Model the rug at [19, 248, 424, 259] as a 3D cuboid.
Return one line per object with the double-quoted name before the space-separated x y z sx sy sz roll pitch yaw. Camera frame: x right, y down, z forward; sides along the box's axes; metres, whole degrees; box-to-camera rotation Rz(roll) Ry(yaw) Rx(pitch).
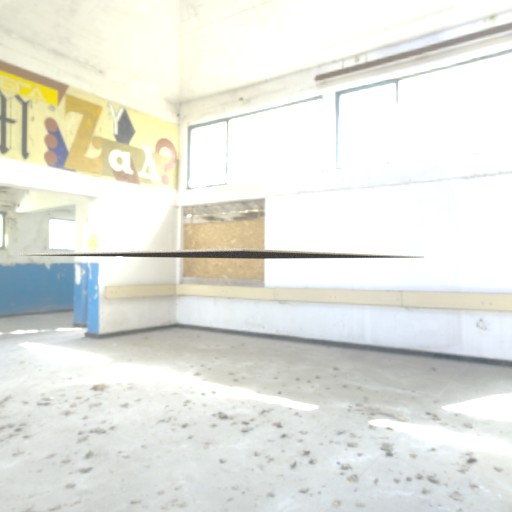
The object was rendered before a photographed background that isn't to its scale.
"rug" 0.000 0.000 2.310 1.220 0.007 1.828 -1 -1 36
